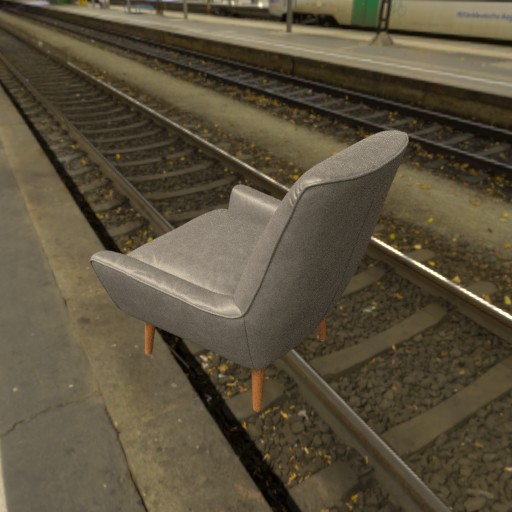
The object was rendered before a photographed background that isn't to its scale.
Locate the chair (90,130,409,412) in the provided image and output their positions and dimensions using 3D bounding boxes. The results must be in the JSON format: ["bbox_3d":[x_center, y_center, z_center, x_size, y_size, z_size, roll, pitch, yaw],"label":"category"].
[{"bbox_3d":[0.000,0.000,1.524,0.822,0.888,0.787,21,37,31],"label":"chair"}]
